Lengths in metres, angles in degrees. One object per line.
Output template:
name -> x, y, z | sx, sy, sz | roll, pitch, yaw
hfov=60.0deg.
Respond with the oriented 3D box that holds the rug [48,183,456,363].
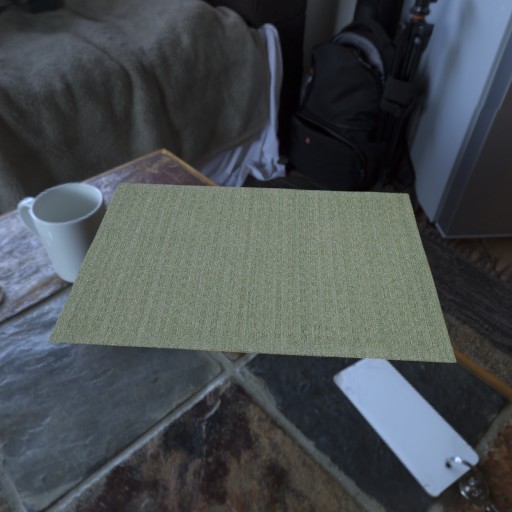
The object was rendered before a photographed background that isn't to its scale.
rug -> 0.000, 0.000, 2.278 | 1.747, 0.006, 1.143 | 2, 46, 2
